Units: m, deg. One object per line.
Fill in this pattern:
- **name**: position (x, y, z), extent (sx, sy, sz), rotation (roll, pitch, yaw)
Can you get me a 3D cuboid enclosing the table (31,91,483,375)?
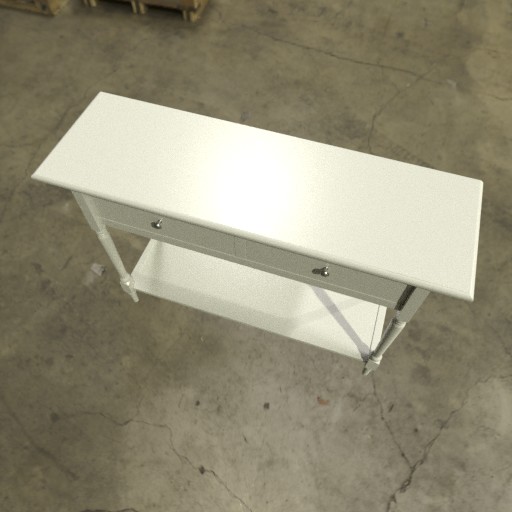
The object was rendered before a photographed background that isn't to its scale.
- **table**: position (0.000, 0.000, 1.566), extent (1.197, 0.808, 0.384), rotation (16, 59, 10)
